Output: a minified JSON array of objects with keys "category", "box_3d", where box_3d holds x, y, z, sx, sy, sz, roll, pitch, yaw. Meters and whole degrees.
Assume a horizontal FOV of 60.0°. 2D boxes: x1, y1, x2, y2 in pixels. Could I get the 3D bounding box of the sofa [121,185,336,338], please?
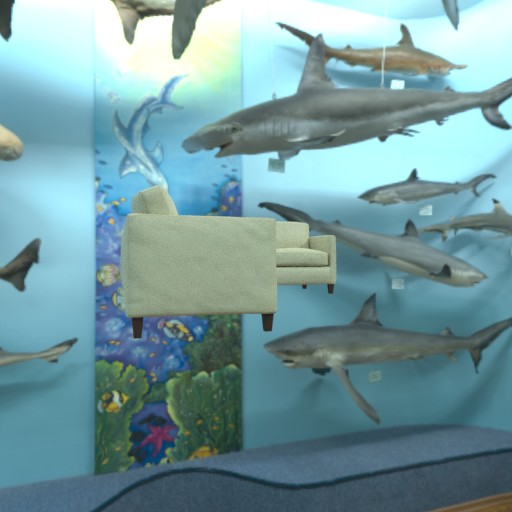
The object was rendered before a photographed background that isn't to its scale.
[{"category":"sofa","box_3d":[0.000,0.000,4.446,2.593,0.947,3.302,0,0,-17]}]
